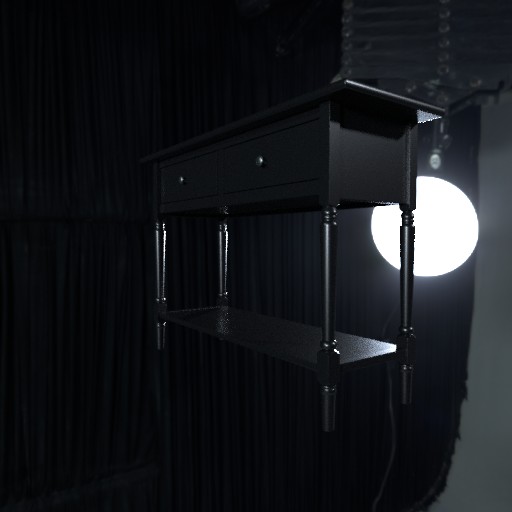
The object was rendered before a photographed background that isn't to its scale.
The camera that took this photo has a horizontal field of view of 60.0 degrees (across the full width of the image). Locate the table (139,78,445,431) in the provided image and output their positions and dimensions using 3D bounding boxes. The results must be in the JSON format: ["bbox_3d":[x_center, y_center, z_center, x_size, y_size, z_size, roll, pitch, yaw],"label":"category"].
[{"bbox_3d":[0.000,0.000,1.563,0.386,0.819,1.191,-2,3,-36],"label":"table"}]
